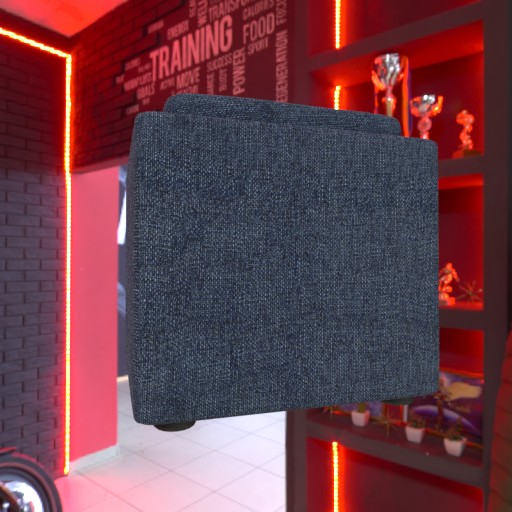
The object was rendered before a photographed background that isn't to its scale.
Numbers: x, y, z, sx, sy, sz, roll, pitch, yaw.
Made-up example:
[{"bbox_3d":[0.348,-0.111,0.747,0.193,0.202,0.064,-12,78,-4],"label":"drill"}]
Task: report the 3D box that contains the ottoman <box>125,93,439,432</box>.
[{"bbox_3d":[0.000,0.000,0.812,0.450,0.460,0.450,0,-1,-18],"label":"ottoman"}]
